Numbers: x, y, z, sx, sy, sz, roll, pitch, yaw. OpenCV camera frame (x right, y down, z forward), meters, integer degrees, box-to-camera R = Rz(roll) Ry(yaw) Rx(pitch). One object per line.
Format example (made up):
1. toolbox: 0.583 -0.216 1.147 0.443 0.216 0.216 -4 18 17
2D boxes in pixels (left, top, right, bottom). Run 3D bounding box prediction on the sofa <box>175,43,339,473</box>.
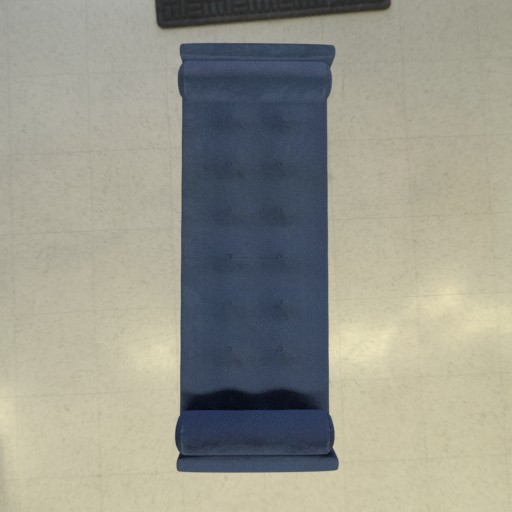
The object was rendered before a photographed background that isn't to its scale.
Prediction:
1. sofa: 0.000 0.000 2.438 0.796 0.705 2.102 0 88 -1
